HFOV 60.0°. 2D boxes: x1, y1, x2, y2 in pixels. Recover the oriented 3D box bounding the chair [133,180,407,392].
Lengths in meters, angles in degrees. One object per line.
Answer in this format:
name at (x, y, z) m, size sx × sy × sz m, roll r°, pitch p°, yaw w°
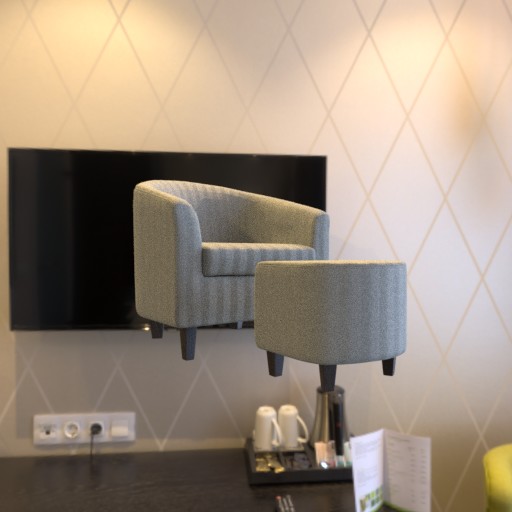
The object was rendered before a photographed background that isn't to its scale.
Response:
chair at (0.000, 0.000, 1.776) m, size 0.756 × 0.757 × 1.288 m, roll 0°, pitch 0°, yaw -36°
